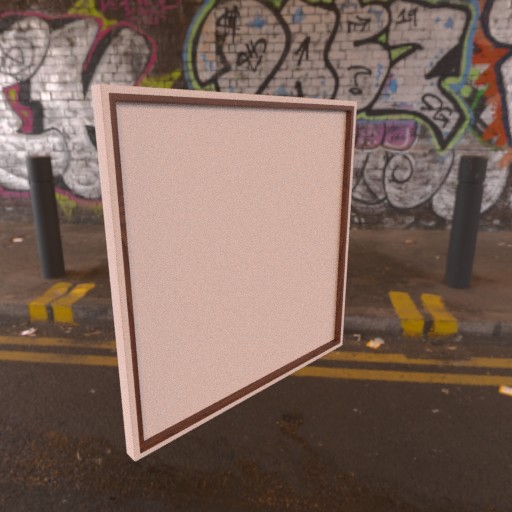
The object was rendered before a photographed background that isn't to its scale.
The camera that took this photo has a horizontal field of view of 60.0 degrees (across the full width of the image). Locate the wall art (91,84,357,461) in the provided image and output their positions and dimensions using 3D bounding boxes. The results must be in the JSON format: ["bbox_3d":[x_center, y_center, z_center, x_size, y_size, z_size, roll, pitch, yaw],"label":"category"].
[{"bbox_3d":[0.000,0.000,1.477,1.009,1.009,0.049,-15,22,-42],"label":"wall art"}]
